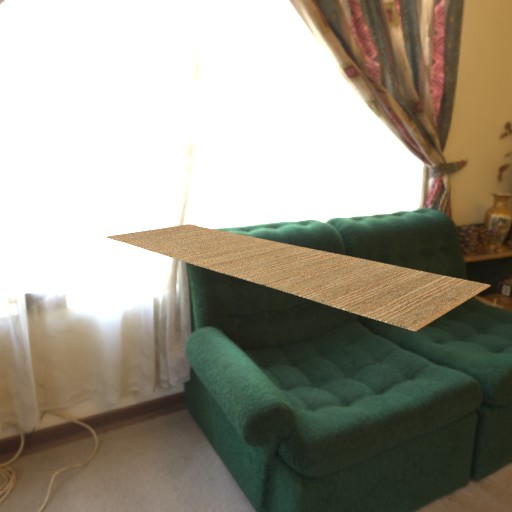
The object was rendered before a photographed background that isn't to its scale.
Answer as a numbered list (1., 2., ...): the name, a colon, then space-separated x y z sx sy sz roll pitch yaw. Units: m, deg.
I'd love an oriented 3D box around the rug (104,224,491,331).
1. rug: 0.000 0.000 2.713 0.783 0.006 2.438 -13 19 -43
